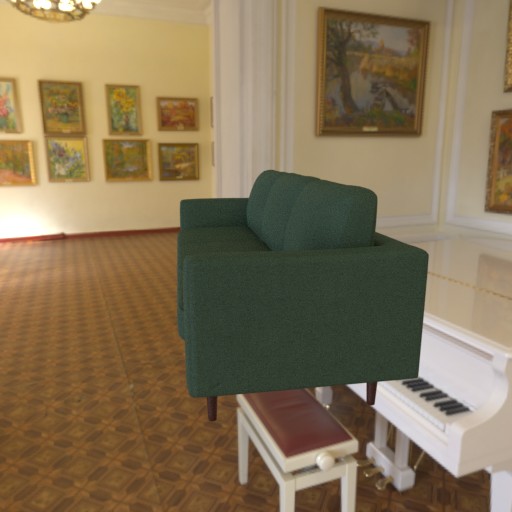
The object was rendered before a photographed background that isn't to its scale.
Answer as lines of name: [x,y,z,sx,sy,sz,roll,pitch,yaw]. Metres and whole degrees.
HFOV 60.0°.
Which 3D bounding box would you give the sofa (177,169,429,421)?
sofa: [0.000,0.000,2.491,0.879,0.899,2.029,-2,13,-10]
